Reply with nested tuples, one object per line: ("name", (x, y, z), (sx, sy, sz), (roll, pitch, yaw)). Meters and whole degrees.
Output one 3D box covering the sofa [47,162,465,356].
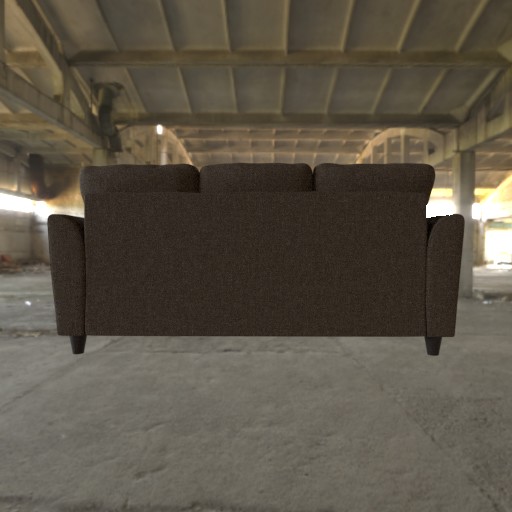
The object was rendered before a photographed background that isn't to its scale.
("sofa", (0.000, 0.000, 2.365), (1.847, 0.891, 0.837), (0, 1, 1))
